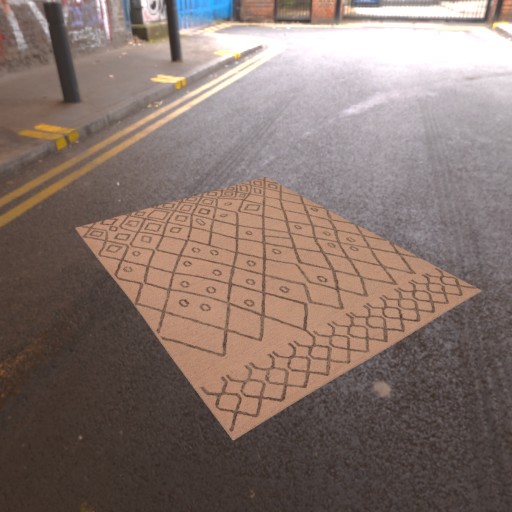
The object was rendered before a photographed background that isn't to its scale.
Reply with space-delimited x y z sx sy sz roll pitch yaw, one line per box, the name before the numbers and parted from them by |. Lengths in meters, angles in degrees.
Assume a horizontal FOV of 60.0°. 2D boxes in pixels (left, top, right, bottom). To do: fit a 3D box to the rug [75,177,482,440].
rug | 0.000 0.000 4.130 2.446 0.015 3.046 -20 37 -29
